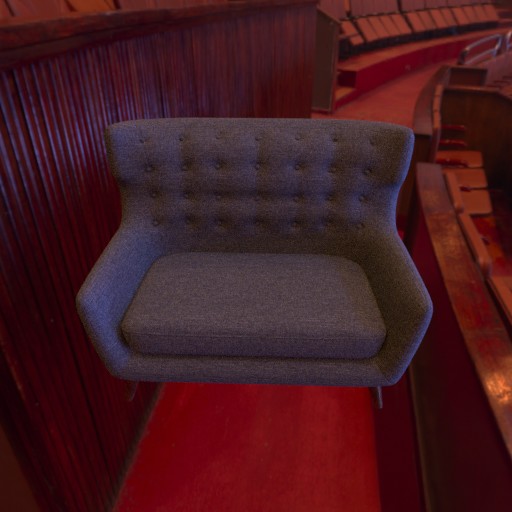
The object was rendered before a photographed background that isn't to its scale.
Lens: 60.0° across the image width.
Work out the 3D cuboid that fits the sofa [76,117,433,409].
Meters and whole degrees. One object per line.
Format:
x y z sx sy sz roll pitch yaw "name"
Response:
0.000 0.000 1.984 1.358 1.028 0.874 1 32 2 "sofa"
